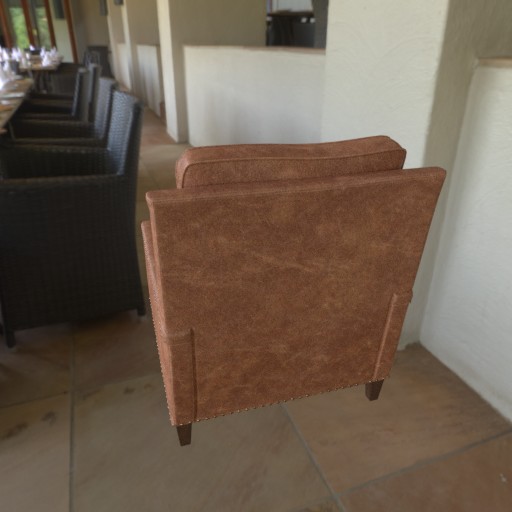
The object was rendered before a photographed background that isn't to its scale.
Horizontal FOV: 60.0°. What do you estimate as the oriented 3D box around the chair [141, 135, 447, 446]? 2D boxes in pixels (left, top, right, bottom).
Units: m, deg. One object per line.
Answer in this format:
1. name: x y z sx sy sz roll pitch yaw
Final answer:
1. chair: 0.000 0.000 1.794 0.854 1.054 1.035 -8 27 -15
